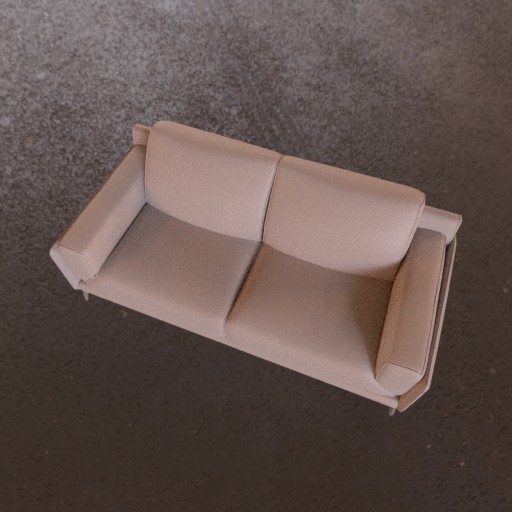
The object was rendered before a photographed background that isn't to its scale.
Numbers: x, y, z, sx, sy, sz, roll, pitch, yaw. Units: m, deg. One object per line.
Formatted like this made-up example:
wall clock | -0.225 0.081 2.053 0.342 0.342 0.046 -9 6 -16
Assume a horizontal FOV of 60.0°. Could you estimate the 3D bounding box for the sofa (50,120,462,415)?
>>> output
sofa | 0.000 0.000 2.562 2.101 0.930 1.049 18 59 11
